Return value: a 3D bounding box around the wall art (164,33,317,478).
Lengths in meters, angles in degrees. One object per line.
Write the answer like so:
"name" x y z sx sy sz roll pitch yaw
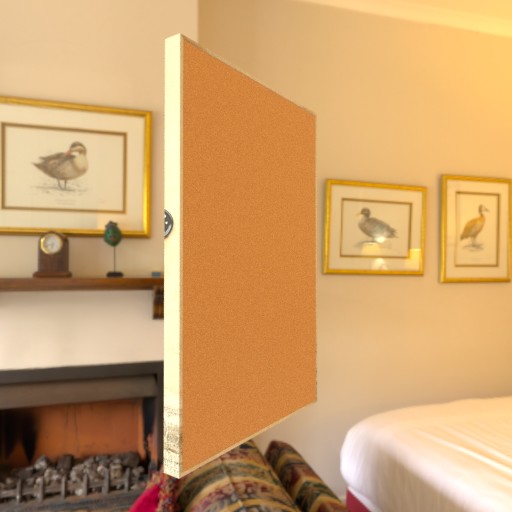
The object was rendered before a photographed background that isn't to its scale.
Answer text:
"wall art" 0.000 0.000 0.978 0.038 0.764 0.508 -1 -1 35
